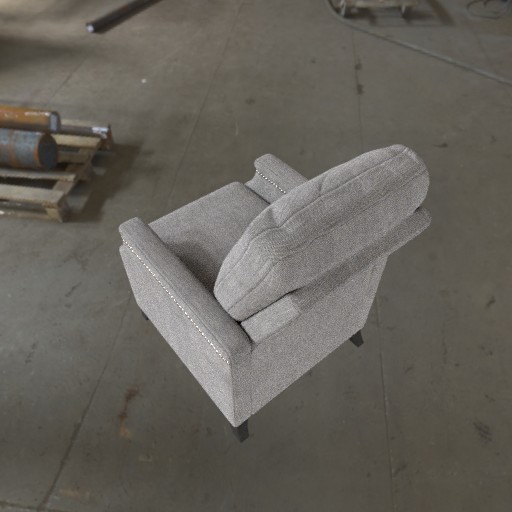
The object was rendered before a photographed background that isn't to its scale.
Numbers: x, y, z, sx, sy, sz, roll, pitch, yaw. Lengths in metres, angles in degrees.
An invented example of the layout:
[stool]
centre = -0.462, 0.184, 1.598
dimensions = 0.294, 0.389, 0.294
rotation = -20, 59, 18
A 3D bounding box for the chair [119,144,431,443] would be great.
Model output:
[chair]
centre = 0.000, 0.000, 1.599
dimensions = 0.710, 1.049, 0.922
rotation = -31, 55, -25
